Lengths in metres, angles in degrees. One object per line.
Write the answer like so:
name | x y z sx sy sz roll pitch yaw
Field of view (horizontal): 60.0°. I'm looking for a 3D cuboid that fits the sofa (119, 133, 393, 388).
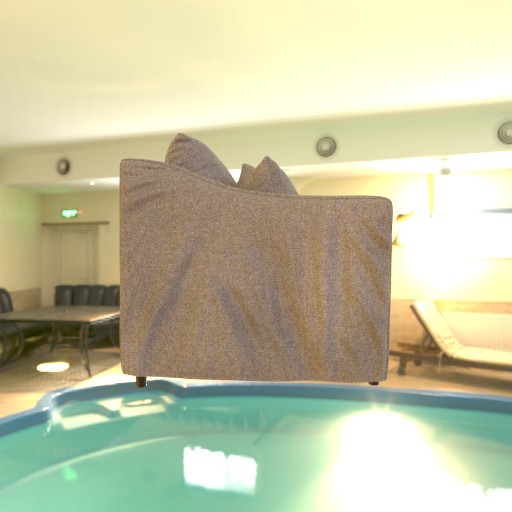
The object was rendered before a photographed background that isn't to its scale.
sofa | 0.000 0.000 2.651 1.072 1.018 2.010 0 0 0
